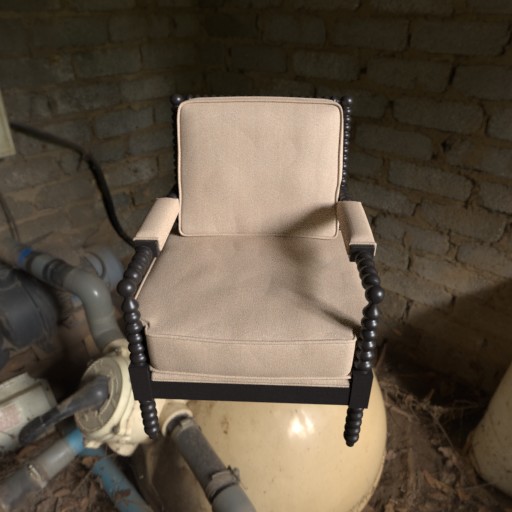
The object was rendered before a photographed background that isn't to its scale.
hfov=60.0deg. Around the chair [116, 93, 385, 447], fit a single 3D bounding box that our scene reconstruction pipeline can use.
[{"bbox_3d":[0.000,0.000,1.162,0.555,0.703,0.657,1,30,2],"label":"chair"}]
